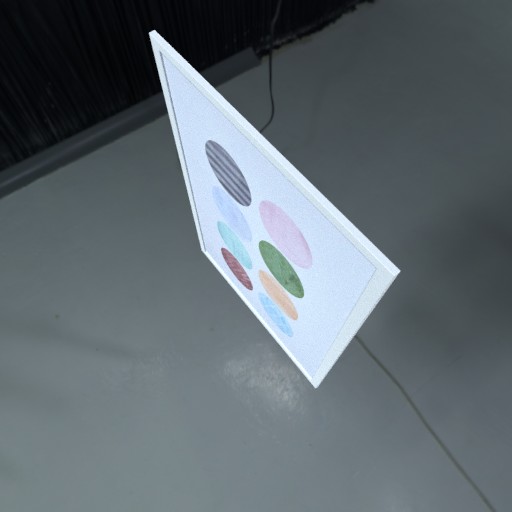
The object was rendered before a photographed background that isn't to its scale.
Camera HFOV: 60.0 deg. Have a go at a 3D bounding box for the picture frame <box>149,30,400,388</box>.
[{"bbox_3d":[0.000,0.000,1.174,0.013,0.940,0.659,-35,69,-16],"label":"picture frame"}]
